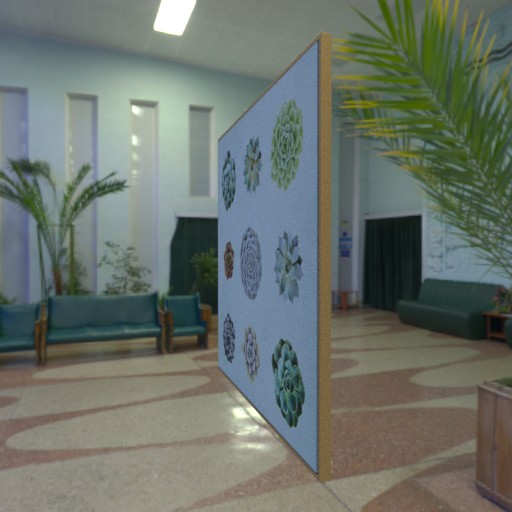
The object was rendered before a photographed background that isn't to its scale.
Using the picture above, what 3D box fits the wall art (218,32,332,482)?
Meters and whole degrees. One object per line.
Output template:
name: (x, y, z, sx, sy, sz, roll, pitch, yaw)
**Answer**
wall art: (0.000, 0.000, 0.666, 0.013, 0.455, 0.457, 0, 1, -18)
